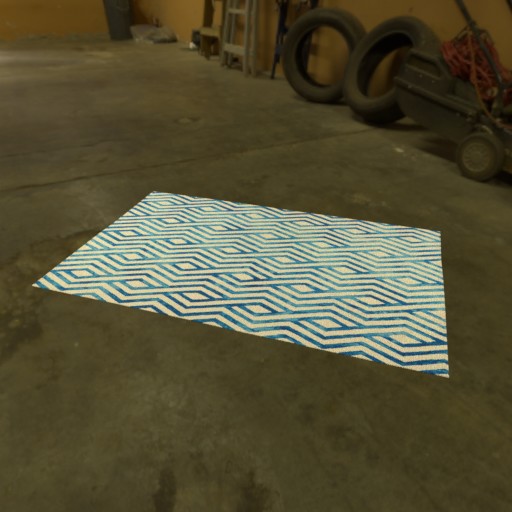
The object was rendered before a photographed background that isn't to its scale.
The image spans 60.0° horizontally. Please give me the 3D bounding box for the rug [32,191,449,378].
[{"bbox_3d":[0.000,0.000,3.059,2.439,0.008,1.531,10,33,15],"label":"rug"}]
